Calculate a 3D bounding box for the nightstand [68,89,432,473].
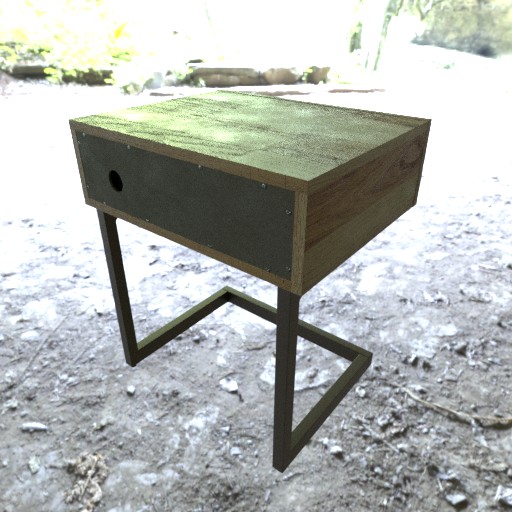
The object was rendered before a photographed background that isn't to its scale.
[{"bbox_3d":[0.000,0.000,1.032,0.558,0.632,0.481,22,36,33],"label":"nightstand"}]
